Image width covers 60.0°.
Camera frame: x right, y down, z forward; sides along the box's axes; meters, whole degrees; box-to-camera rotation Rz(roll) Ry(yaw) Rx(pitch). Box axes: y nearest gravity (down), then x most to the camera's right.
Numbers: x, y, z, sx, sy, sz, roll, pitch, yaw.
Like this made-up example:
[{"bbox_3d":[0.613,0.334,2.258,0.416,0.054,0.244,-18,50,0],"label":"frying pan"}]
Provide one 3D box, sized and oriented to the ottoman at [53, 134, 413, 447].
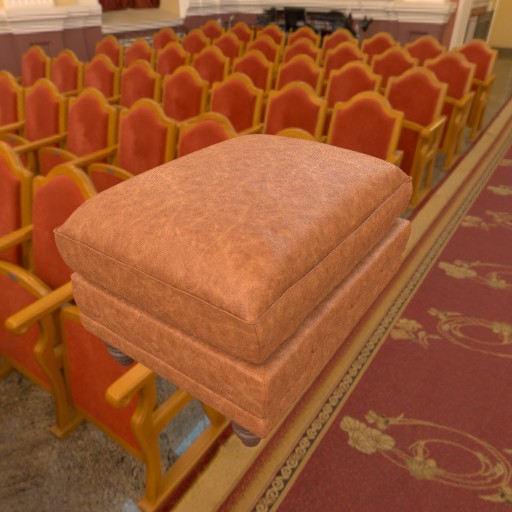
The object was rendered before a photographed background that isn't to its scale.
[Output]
[{"bbox_3d":[0.000,0.000,1.084,0.533,0.480,0.710,21,37,29],"label":"ottoman"}]
